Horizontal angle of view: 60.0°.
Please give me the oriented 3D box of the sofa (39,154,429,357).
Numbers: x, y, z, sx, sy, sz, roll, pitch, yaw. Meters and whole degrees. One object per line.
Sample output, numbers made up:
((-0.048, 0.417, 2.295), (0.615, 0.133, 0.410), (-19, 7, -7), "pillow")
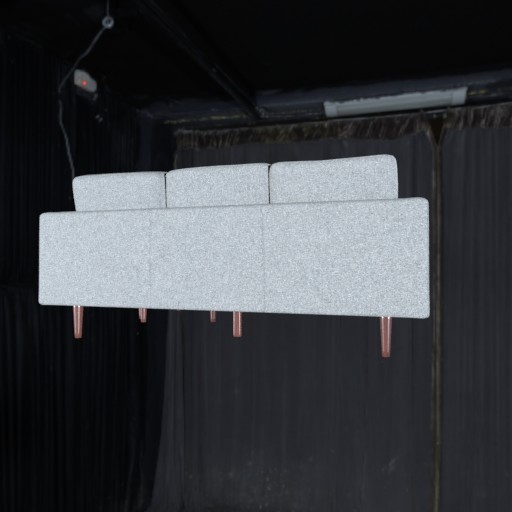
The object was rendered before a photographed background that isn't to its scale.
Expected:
((0.000, 0.000, 2.972), (2.055, 0.957, 1.667), (0, -1, 17), "sofa")
